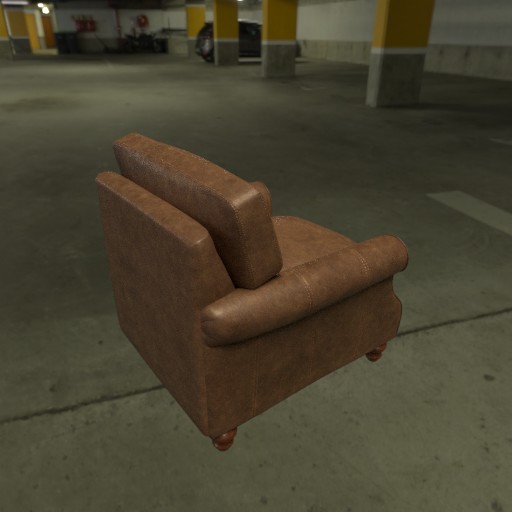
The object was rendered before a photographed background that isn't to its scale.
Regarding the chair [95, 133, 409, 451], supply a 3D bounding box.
[{"bbox_3d":[0.000,0.000,1.831,1.002,0.976,0.996,-18,32,-32],"label":"chair"}]
